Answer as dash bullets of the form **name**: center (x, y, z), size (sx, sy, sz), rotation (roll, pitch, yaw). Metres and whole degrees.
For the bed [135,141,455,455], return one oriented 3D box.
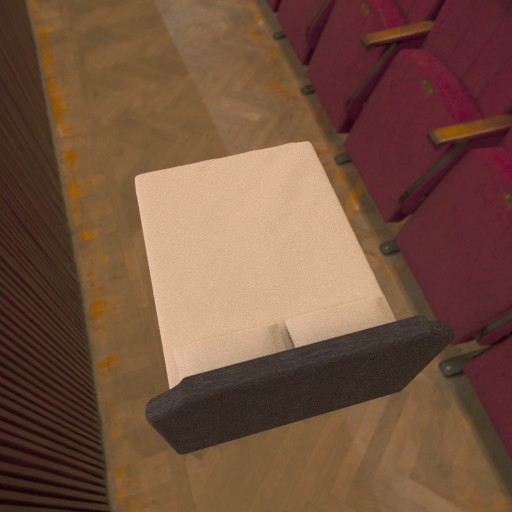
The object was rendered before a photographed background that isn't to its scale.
- **bed**: center (0.000, 0.000, 3.184), size (1.693, 1.290, 2.116), rotation (-13, 59, -8)
